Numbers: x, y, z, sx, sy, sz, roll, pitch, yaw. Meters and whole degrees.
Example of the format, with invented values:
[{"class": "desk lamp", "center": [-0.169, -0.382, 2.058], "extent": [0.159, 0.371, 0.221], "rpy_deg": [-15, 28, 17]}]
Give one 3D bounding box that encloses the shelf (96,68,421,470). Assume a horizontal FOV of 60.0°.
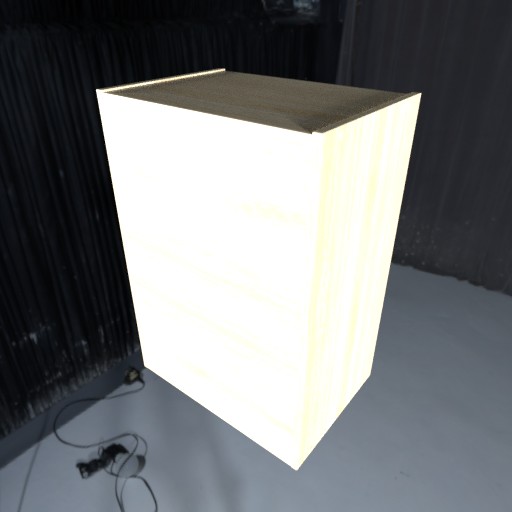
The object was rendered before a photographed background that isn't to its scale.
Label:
[{"class": "shelf", "center": [0.000, 0.000, 0.835], "extent": [0.414, 0.592, 0.290], "rpy_deg": [22, 37, 32]}]
